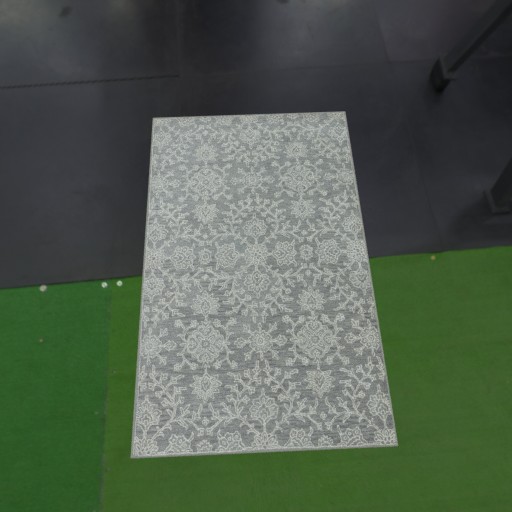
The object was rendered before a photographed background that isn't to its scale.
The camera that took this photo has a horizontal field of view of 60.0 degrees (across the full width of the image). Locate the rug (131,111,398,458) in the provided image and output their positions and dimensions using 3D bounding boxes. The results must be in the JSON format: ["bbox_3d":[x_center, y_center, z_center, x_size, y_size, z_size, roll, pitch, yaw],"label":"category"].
[{"bbox_3d":[0.000,0.000,2.996,1.515,0.010,2.430,-2,66,-1],"label":"rug"}]
